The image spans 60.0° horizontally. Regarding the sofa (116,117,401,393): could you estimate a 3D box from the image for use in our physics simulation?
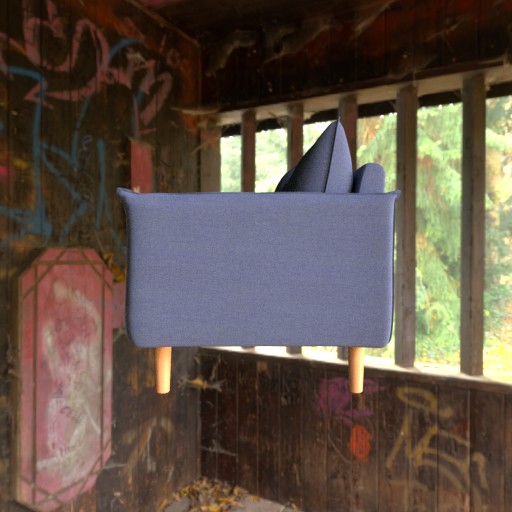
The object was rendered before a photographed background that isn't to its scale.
[{"bbox_3d":[0.000,0.000,1.890,0.820,0.840,1.300,0,0,0],"label":"sofa"}]
